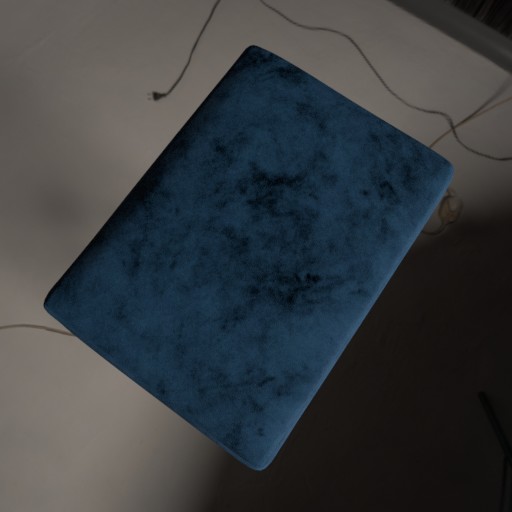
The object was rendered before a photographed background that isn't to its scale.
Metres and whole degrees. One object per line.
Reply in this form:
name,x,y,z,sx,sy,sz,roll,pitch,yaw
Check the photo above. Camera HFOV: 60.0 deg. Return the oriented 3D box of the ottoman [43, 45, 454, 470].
ottoman,0.000,0.000,1.122,0.572,0.503,0.773,35,80,7
